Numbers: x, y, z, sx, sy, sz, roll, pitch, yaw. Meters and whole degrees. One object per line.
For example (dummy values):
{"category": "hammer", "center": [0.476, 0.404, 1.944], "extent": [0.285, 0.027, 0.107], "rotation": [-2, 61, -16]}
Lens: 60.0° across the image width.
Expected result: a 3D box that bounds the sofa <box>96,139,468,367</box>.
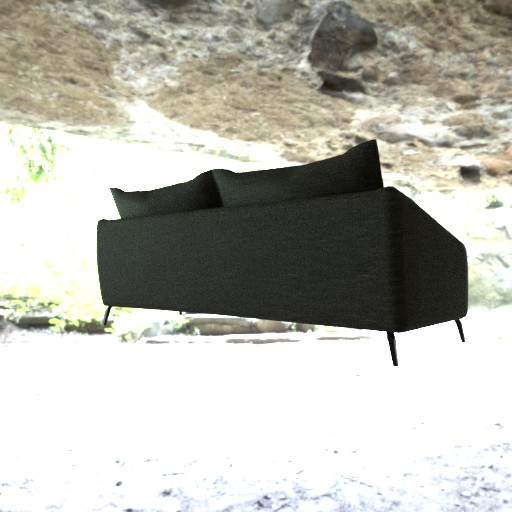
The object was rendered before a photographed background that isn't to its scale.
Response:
{"category": "sofa", "center": [0.000, 0.000, 2.452], "extent": [2.019, 0.843, 0.807], "rotation": [-1, -2, 38]}
